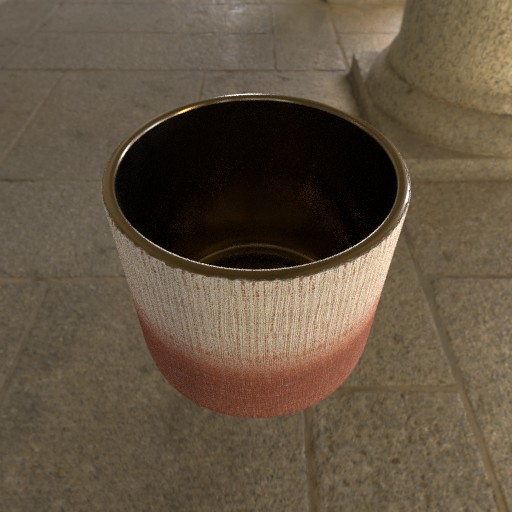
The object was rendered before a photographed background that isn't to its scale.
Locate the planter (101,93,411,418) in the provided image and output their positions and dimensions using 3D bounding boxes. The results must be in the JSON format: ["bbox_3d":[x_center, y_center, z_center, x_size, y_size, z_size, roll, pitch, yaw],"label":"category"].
[{"bbox_3d":[0.000,0.000,0.445,0.254,0.221,0.254,0,47,0],"label":"planter"}]
